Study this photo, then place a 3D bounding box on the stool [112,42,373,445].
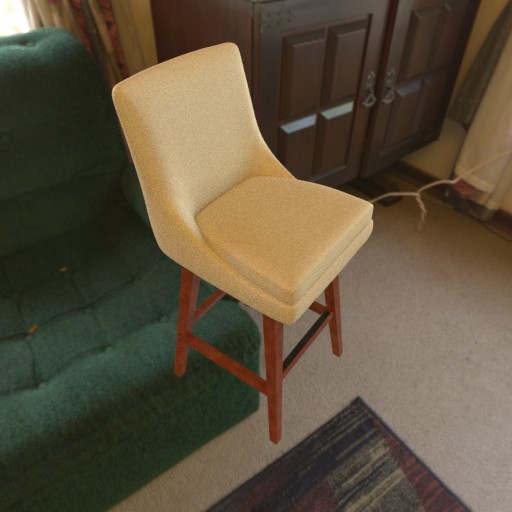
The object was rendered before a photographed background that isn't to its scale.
[{"bbox_3d":[0.000,0.000,1.390,0.559,1.092,0.470,26,47,26],"label":"stool"}]
